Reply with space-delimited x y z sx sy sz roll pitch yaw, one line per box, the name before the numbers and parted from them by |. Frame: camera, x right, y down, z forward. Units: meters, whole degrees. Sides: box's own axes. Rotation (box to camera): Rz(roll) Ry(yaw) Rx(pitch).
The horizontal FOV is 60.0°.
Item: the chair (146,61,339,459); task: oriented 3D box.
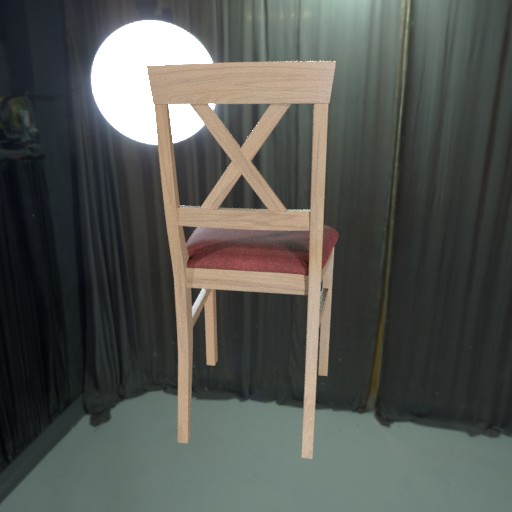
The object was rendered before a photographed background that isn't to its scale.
chair | 0.000 0.000 1.196 0.439 0.912 0.492 3 17 9
